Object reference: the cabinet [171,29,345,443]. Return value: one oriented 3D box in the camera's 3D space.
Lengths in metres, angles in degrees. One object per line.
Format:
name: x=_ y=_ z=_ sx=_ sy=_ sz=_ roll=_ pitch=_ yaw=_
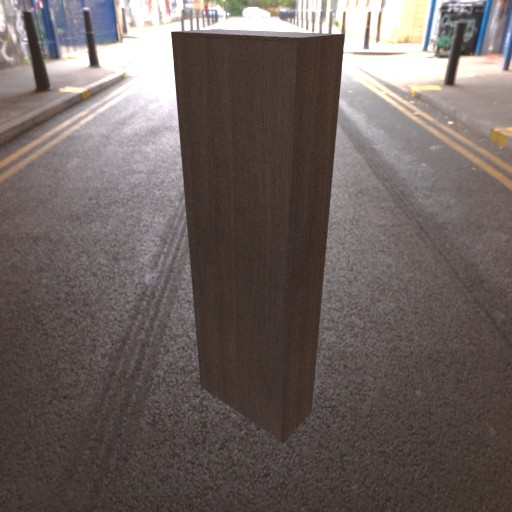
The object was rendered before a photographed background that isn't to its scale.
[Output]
cabinet: x=0.000 y=0.000 z=1.808 sx=0.520 sy=1.630 sz=0.255 roll=22 pitch=36 yaw=33
